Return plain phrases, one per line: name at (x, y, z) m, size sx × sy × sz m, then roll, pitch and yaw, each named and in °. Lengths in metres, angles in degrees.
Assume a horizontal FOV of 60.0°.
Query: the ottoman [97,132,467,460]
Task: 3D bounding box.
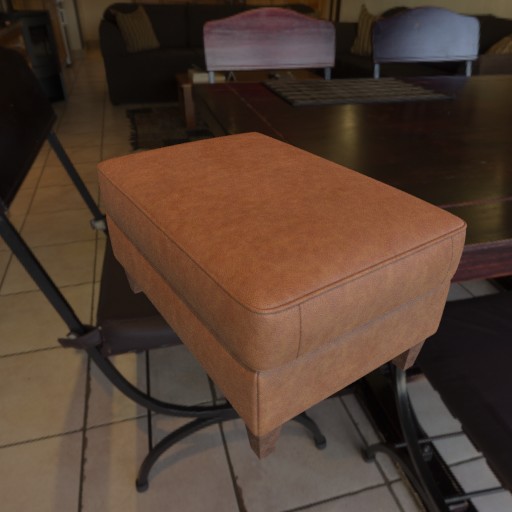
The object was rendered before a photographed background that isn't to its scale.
ottoman at (0.000, 0.000, 1.203) m, size 0.584 × 0.483 × 0.864 m, roll -19°, pitch 36°, yaw -29°
